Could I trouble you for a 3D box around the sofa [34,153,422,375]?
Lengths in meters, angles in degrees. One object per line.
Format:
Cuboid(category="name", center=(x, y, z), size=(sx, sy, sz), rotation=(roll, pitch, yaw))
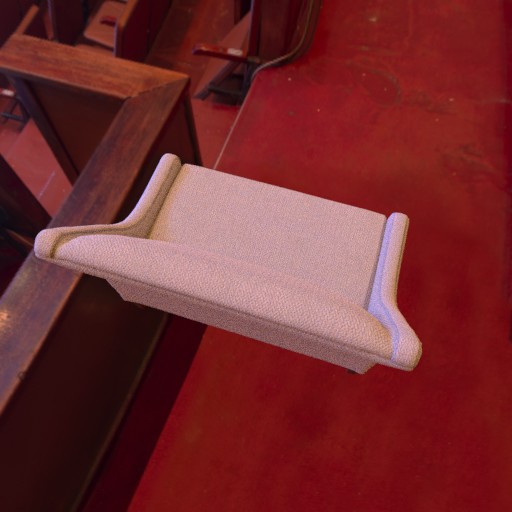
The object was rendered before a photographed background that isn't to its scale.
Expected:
Cuboid(category="sofa", center=(0.000, 0.000, 1.922), size=(1.242, 1.022, 0.870), rotation=(16, 64, 8))
